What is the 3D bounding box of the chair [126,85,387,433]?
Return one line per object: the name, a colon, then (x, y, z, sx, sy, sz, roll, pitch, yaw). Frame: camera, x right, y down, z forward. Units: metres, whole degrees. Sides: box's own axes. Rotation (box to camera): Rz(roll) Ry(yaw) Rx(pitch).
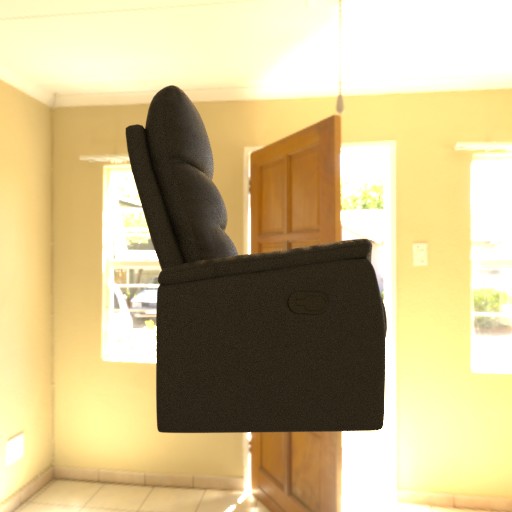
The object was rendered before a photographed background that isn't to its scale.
chair: (0.000, 0.000, 1.647, 0.831, 1.082, 0.775, 0, 0, -2)
